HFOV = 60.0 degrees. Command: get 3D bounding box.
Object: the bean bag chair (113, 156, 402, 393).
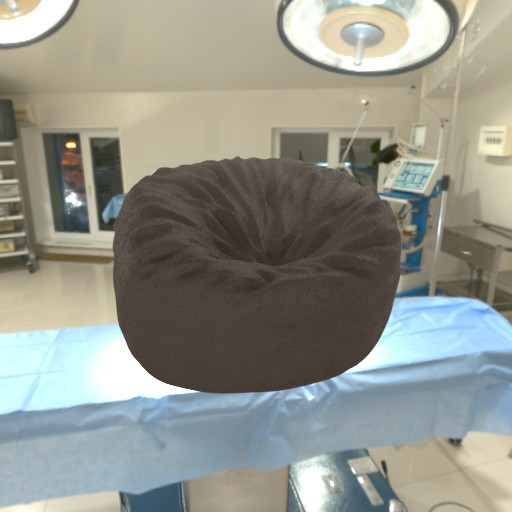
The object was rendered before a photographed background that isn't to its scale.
[{"bbox_3d":[0.000,0.000,1.996,1.245,0.821,1.245,0,16,0],"label":"bean bag chair"}]
